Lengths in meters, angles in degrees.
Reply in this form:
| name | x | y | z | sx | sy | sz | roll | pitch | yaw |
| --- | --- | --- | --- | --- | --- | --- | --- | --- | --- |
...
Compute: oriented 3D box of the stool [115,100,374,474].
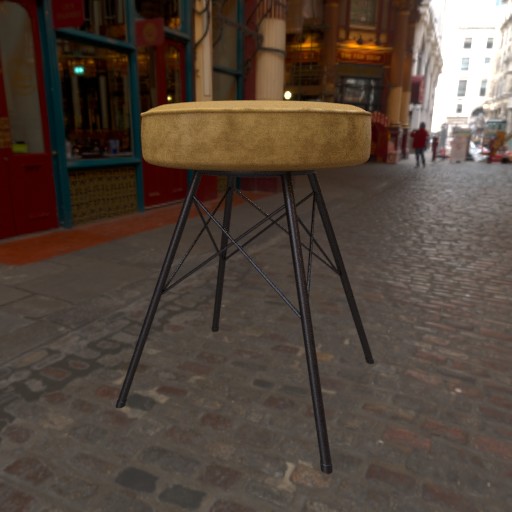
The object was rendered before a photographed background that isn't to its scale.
| name | x | y | z | sx | sy | sz | roll | pitch | yaw |
| --- | --- | --- | --- | --- | --- | --- | --- | --- | --- |
| stool | 0.000 | 0.000 | 0.921 | 0.472 | 0.595 | 0.438 | 8 | 17 | 25 |
